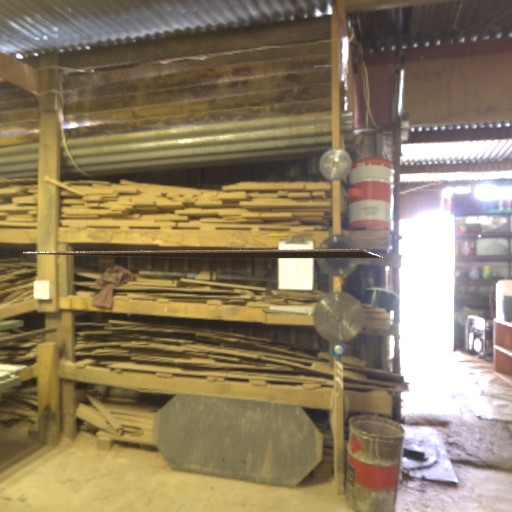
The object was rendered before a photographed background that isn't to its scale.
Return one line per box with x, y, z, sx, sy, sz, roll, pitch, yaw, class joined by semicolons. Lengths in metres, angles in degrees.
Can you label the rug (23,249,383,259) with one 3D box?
0.000;0.000;2.308;1.219;0.009;1.829;0;-1;18;rug
